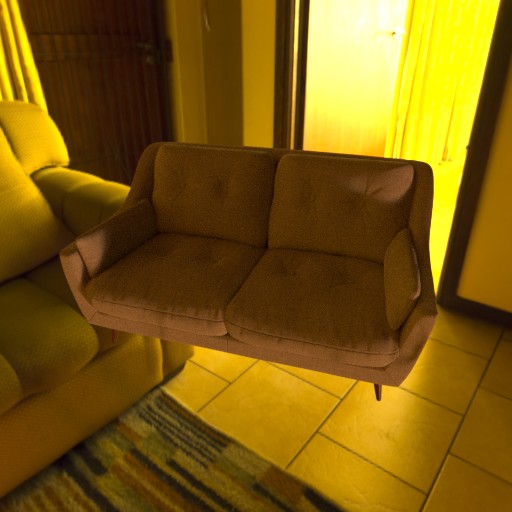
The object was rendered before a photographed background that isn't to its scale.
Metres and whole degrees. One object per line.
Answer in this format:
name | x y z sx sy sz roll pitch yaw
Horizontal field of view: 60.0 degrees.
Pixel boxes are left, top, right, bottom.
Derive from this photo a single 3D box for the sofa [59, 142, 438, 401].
sofa | 0.000 0.000 2.226 1.652 0.888 0.965 8 28 16
